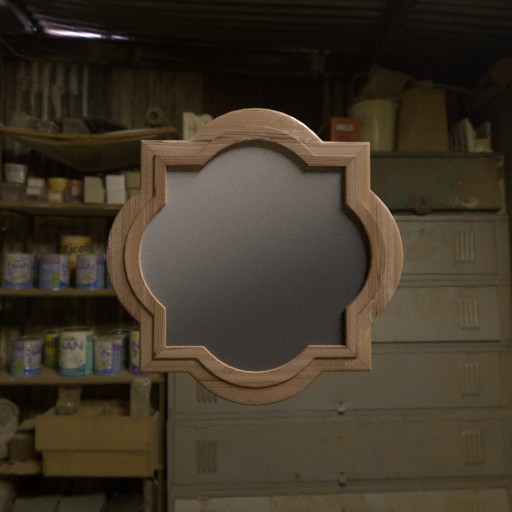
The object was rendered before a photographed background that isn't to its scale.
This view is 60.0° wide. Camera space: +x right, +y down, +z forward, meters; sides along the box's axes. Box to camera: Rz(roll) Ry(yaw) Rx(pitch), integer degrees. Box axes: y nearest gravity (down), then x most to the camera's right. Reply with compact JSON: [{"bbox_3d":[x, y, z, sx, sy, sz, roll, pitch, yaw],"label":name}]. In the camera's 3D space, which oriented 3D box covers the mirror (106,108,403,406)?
[{"bbox_3d":[0.000,0.000,1.048,0.686,0.686,0.019,0,-1,-2],"label":"mirror"}]
